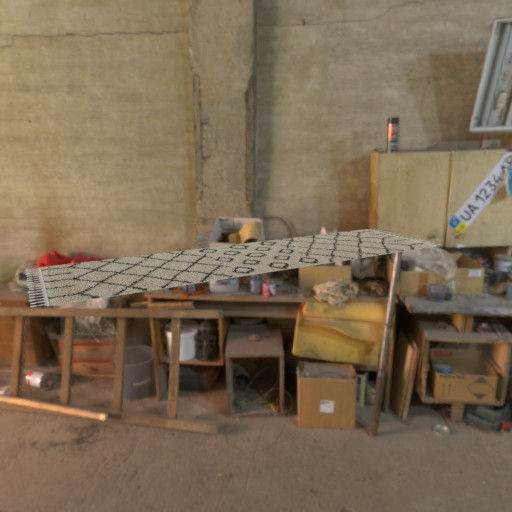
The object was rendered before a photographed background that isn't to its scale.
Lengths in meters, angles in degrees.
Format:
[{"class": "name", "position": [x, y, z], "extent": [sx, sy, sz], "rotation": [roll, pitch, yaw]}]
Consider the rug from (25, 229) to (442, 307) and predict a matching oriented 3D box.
[{"class": "rug", "position": [0.000, 0.000, 2.660], "extent": [2.464, 0.005, 0.660], "rotation": [-8, 16, -27]}]
